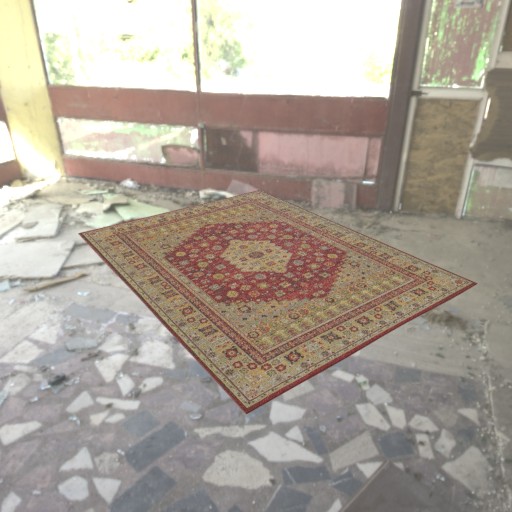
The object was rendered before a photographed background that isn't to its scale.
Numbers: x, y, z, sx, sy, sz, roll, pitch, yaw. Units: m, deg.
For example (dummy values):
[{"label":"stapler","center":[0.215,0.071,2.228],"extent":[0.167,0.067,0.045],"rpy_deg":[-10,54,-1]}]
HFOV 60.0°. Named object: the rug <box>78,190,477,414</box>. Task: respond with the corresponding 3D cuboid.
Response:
[{"label":"rug","center":[0.000,0.000,4.184],"extent":[2.387,0.013,3.053],"rpy_deg":[-18,32,-32]}]
